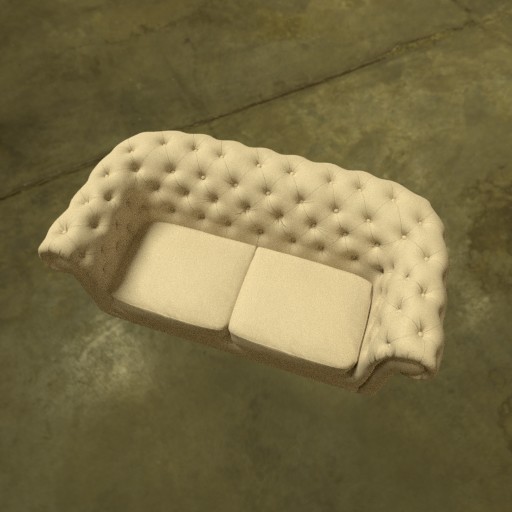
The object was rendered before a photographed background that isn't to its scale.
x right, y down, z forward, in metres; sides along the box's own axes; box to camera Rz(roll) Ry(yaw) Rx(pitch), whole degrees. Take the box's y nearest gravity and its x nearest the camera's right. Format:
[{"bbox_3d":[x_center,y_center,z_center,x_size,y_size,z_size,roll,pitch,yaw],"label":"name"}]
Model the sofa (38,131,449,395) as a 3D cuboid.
[{"bbox_3d":[0.000,0.000,2.555,1.988,0.835,1.069,15,60,9],"label":"sofa"}]
